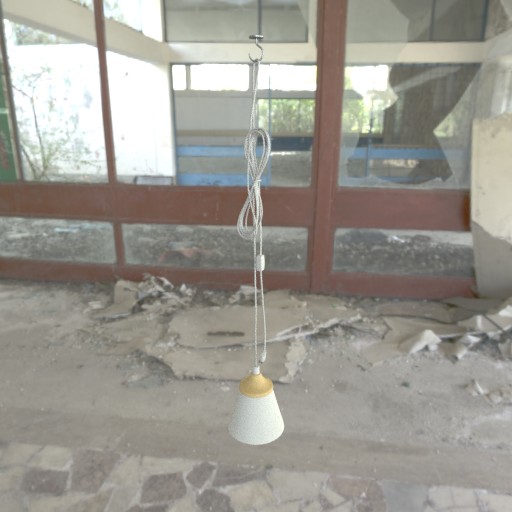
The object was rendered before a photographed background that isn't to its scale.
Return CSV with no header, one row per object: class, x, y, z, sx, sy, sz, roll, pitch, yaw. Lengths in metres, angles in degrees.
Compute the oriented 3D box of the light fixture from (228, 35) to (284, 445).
light fixture,0.000,0.000,1.072,0.153,0.966,0.153,15,22,41
